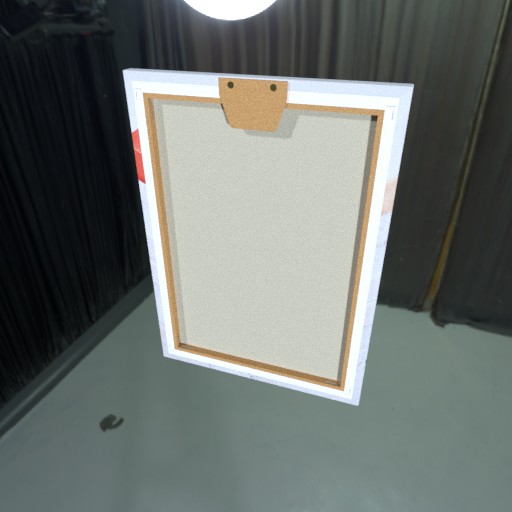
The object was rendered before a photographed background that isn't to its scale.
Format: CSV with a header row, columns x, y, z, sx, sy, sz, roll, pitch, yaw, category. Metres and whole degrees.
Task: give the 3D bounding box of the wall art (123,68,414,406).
x,y,z,sx,sy,sz,roll,pitch,yaw,category
0.000,0.000,1.116,0.613,0.848,0.036,10,32,16,wall art
